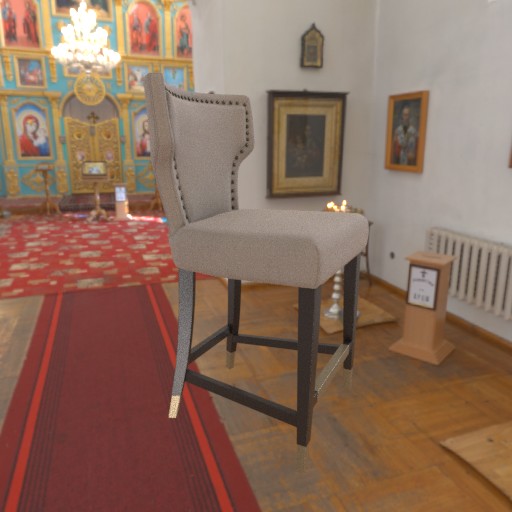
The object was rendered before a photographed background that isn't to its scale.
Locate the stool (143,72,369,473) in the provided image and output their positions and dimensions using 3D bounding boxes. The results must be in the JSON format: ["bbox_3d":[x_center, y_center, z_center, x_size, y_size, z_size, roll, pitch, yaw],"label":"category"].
[{"bbox_3d":[0.000,0.000,1.329,0.563,0.982,0.527,6,14,25],"label":"stool"}]
